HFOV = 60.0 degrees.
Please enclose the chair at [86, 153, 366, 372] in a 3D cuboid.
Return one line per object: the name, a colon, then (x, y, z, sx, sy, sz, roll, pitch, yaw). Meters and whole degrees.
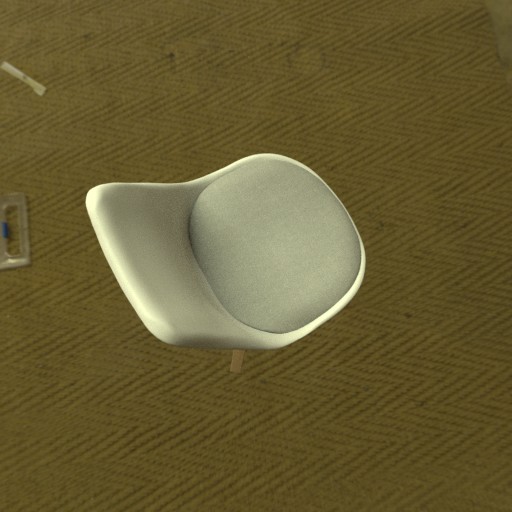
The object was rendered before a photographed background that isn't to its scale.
chair: (0.000, 0.000, 1.164, 0.550, 0.850, 0.485, -29, 77, -7)
